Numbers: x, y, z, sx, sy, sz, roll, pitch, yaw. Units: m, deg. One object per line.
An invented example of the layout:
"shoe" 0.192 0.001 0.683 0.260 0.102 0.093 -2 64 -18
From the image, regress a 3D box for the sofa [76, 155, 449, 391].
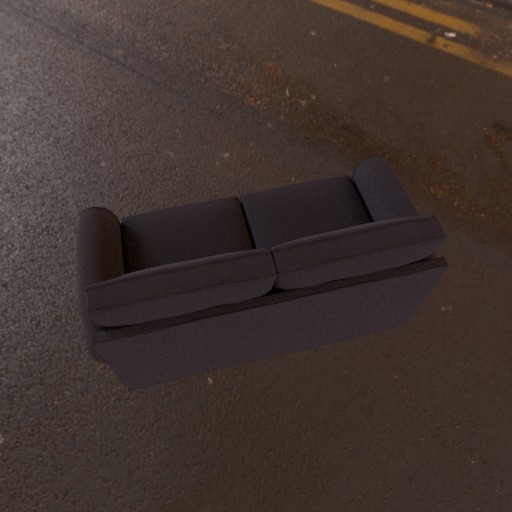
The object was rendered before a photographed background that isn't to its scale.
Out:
"sofa" 0.000 0.000 2.625 2.009 1.031 0.951 -12 59 -7
